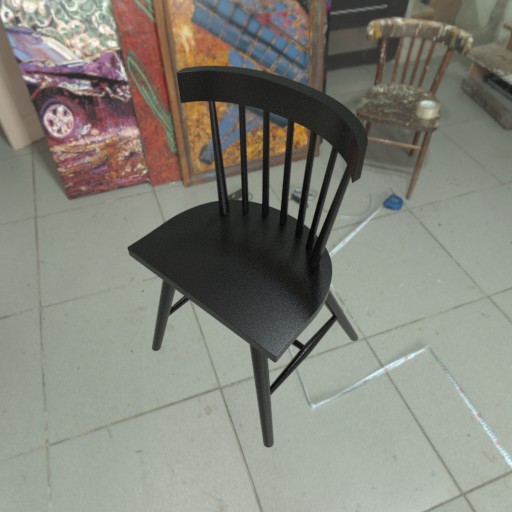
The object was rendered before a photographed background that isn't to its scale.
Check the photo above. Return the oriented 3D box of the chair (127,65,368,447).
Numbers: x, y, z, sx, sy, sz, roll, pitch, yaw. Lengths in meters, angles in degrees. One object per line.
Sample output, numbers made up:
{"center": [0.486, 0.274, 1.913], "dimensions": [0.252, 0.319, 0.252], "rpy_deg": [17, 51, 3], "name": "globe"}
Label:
{"center": [0.000, 0.000, 1.164], "dimensions": [0.506, 0.844, 0.483], "rpy_deg": [32, 55, 26], "name": "chair"}
